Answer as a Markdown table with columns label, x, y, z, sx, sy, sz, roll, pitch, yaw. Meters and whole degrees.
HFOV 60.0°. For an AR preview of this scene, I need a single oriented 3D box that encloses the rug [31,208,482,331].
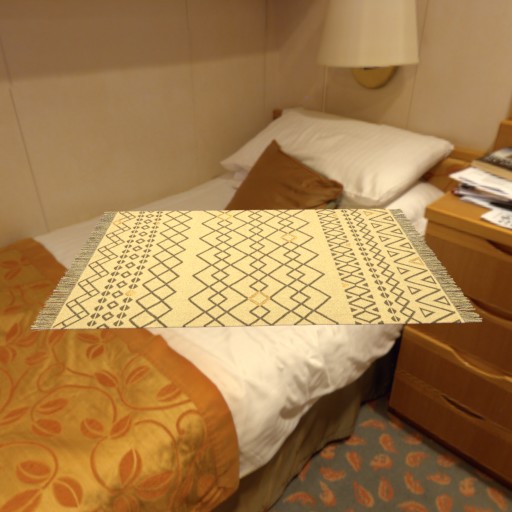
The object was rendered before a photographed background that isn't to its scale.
| label | x | y | z | sx | sy | sz | roll | pitch | yaw |
| --- | --- | --- | --- | --- | --- | --- | --- | --- | --- |
| rug | 0.000 | 0.000 | 3.030 | 2.472 | 0.035 | 1.495 | -1 | 30 | -1 |
